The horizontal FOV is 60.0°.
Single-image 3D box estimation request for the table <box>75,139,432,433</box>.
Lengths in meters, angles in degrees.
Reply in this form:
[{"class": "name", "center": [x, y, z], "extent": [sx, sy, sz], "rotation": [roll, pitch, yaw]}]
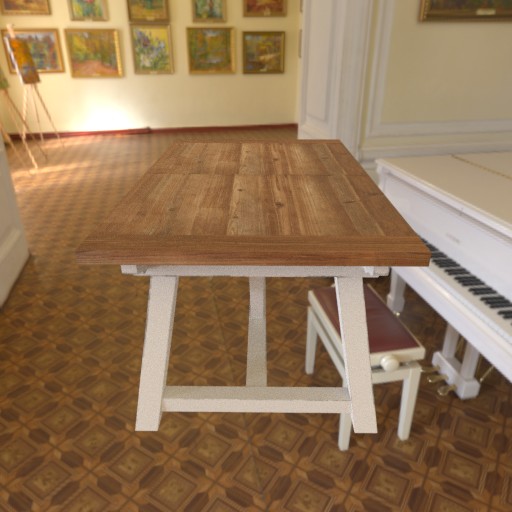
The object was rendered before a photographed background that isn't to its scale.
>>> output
[{"class": "table", "center": [0.000, 0.000, 1.981], "extent": [0.922, 0.743, 1.503], "rotation": [0, 25, 1]}]
